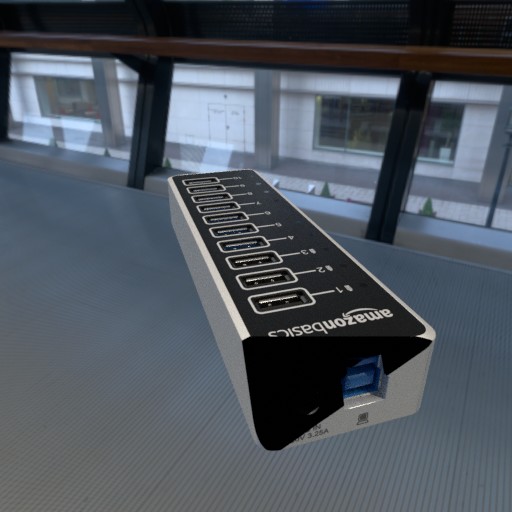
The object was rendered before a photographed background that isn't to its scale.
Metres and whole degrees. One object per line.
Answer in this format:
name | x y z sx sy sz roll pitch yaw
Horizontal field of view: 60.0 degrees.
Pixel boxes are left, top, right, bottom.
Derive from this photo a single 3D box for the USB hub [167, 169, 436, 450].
USB hub | 0.000 0.000 0.161 0.044 0.023 0.145 -8 28 -16
